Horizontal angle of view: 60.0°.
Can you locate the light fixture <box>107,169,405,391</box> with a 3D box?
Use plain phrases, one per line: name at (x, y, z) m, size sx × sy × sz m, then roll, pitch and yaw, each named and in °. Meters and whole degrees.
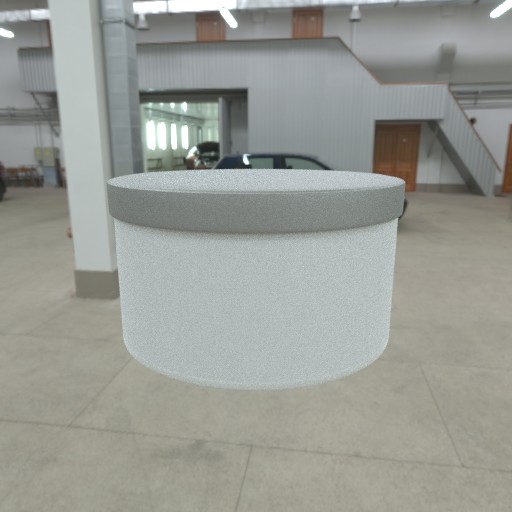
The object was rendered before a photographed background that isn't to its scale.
light fixture at (0.000, 0.000, 0.640) m, size 0.393 × 0.229 × 0.393 m, roll 0°, pitch 14°, yaw 0°
